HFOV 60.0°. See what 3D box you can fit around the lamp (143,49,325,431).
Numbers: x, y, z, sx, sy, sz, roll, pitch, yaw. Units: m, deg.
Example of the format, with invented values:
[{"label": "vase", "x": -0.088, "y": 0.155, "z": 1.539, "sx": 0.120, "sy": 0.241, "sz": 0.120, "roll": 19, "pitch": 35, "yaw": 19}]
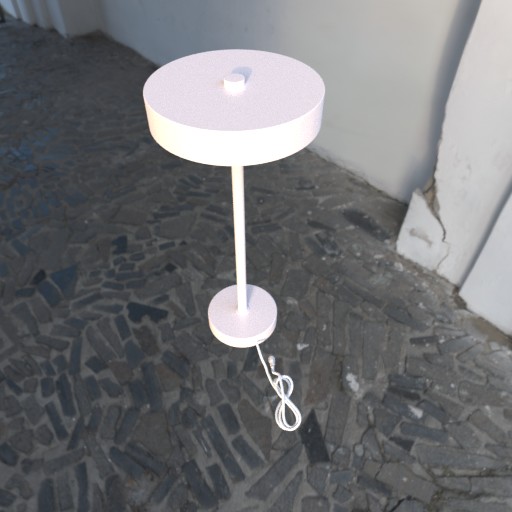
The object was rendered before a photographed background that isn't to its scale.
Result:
[{"label": "lamp", "x": 0.000, "y": 0.000, "z": 0.693, "sx": 0.229, "sy": 0.508, "sz": 0.369, "roll": -17, "pitch": 48, "yaw": -16}]
